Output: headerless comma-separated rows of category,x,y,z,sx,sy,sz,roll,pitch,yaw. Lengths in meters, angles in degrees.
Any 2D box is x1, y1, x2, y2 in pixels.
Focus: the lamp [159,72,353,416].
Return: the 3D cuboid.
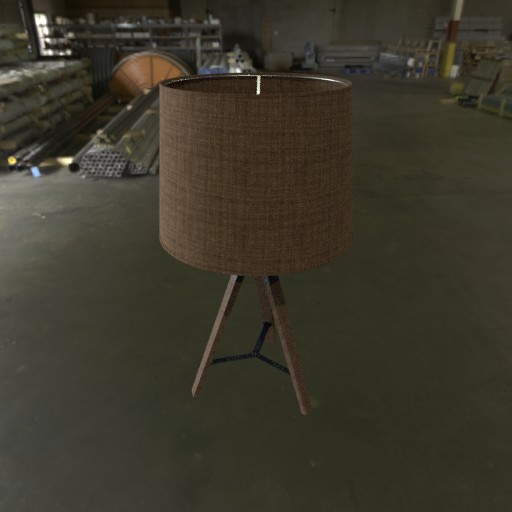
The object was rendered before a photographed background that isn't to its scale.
lamp,0.000,0.000,0.697,0.290,0.514,0.290,0,27,0
